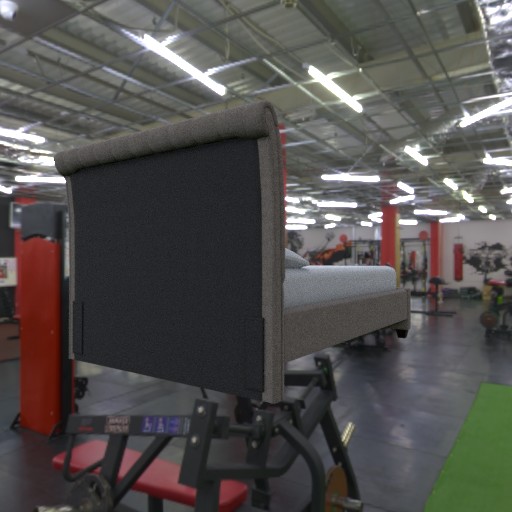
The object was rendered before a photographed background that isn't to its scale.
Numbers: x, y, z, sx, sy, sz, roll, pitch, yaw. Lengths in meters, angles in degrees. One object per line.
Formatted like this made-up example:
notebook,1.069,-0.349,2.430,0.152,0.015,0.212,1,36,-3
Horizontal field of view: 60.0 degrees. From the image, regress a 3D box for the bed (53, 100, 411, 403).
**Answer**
bed,0.000,0.000,3.313,1.645,1.371,2.252,0,-1,35
